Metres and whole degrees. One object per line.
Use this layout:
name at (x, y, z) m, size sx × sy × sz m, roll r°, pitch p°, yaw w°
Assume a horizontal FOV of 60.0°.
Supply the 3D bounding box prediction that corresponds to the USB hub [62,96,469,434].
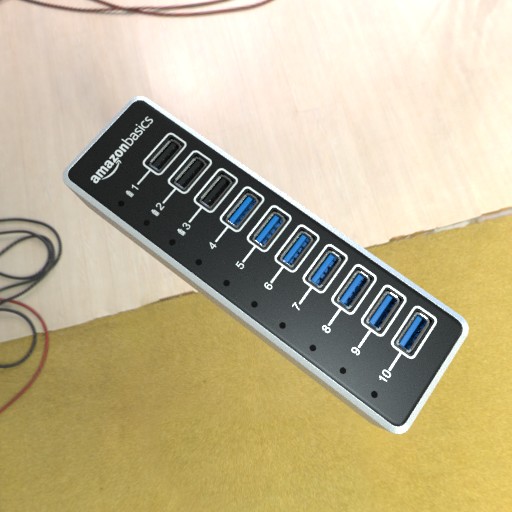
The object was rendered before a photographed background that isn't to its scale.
USB hub at (0.000, 0.000, 0.161) m, size 0.145 × 0.023 × 0.044 m, roll 36°, pitch 78°, yaw 9°
